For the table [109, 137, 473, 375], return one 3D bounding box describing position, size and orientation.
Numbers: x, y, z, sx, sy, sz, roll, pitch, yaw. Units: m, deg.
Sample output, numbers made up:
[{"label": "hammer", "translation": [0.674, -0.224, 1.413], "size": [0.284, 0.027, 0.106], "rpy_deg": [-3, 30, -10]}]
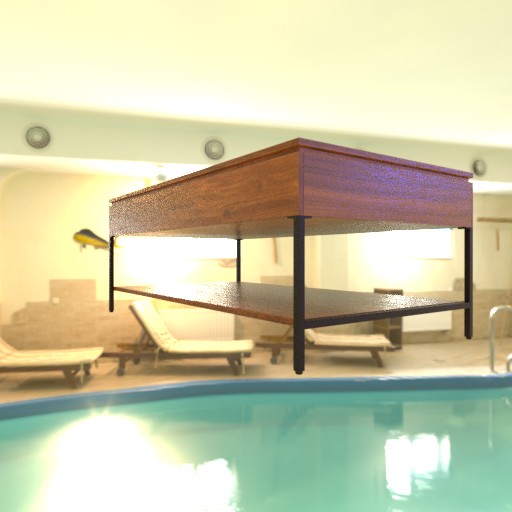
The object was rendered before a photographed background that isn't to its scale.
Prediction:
[{"label": "table", "translation": [0.000, 0.000, 1.366], "size": [0.574, 0.414, 1.057], "rpy_deg": [0, 0, -36]}]
